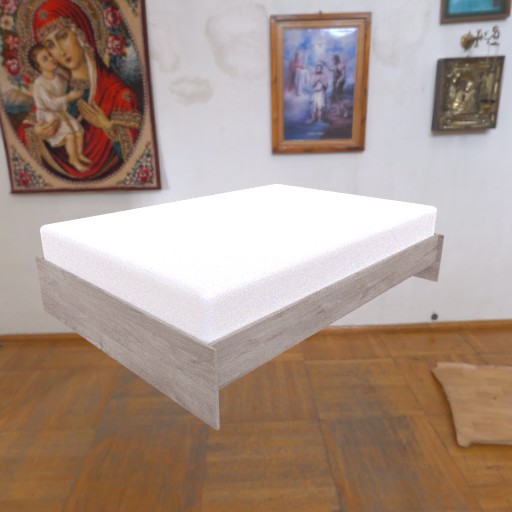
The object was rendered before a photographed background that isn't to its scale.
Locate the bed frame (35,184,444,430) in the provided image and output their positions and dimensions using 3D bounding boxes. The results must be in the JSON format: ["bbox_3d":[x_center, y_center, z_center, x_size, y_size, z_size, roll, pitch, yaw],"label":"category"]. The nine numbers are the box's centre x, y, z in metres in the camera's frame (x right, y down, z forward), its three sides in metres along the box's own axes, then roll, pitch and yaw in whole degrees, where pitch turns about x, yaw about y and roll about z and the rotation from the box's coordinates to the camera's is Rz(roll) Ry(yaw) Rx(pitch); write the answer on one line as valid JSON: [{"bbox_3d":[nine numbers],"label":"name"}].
[{"bbox_3d":[0.000,0.000,2.620,1.445,0.497,1.945,16,24,40],"label":"bed frame"}]
